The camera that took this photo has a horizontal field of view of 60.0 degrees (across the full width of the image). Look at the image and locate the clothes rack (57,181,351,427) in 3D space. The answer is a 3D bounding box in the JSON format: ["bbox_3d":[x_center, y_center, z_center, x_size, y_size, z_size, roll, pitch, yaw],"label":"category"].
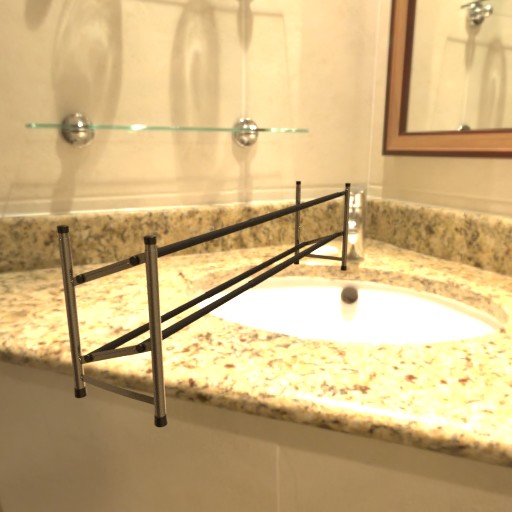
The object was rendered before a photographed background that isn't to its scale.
[{"bbox_3d":[0.000,0.000,1.301,0.229,0.349,1.168,7,16,26],"label":"clothes rack"}]
